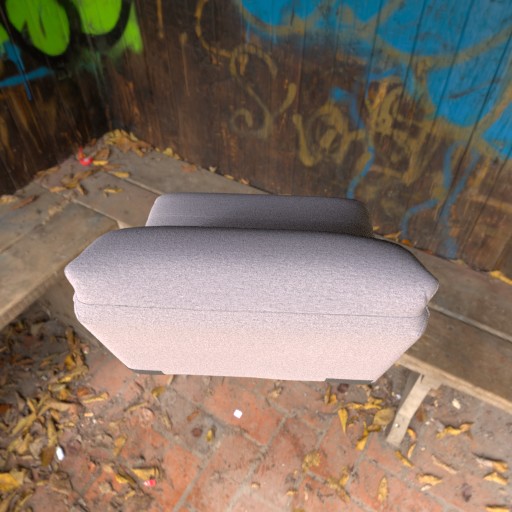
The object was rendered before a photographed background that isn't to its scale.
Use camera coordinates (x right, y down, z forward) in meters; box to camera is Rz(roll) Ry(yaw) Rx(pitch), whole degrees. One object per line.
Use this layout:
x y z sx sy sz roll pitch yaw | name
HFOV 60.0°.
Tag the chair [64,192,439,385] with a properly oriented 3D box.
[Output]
0.000 0.000 1.353 0.820 0.580 0.780 2 46 2 | chair
